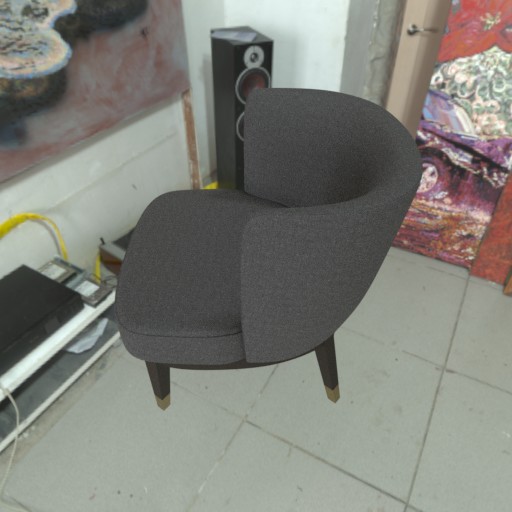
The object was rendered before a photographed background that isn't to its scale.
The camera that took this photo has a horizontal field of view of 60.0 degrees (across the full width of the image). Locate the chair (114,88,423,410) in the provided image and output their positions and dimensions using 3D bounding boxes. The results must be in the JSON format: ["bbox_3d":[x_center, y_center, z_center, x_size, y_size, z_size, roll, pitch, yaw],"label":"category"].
[{"bbox_3d":[0.000,0.000,1.206,0.698,0.695,0.639,0,40,0],"label":"chair"}]
